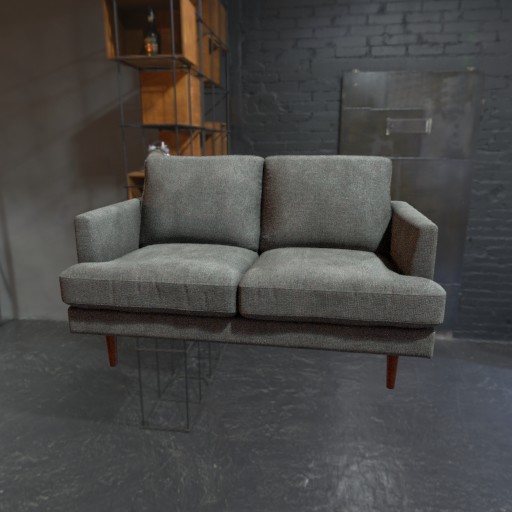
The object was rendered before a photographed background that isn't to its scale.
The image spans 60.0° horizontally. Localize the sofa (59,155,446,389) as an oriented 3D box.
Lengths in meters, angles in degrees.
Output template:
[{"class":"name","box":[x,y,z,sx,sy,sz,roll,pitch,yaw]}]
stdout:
[{"class":"sofa","box":[0.000,0.000,2.173,1.582,0.956,0.903,2,14,9]}]
